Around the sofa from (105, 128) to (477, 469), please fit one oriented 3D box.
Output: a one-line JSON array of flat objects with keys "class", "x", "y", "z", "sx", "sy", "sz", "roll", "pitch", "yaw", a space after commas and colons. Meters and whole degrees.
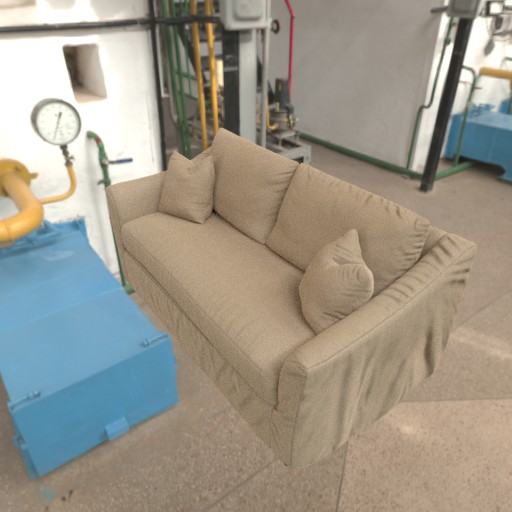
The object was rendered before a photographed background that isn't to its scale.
[{"class": "sofa", "x": 0.000, "y": 0.000, "z": 2.604, "sx": 1.072, "sy": 1.018, "sz": 2.010, "roll": -21, "pitch": 38, "yaw": -30}]
